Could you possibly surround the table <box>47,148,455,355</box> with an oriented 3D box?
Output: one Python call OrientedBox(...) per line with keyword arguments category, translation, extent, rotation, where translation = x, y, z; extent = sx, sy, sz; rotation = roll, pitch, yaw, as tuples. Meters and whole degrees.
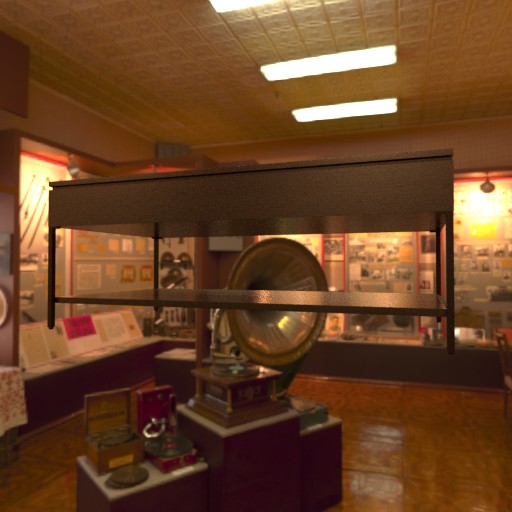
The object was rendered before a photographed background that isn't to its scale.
OrientedBox(category="table", translation=(0.000, 0.000, 1.385), extent=(1.095, 0.435, 0.574), rotation=(0, -1, 20))
